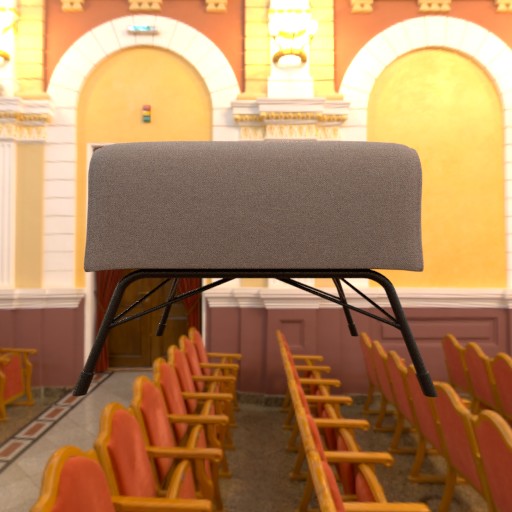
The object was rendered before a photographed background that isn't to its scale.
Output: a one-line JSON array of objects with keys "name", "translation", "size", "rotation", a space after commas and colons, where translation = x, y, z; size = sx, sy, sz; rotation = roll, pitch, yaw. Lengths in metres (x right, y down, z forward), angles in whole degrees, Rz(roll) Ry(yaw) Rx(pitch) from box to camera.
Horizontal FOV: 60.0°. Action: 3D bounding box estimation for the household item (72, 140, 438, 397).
[{"name": "household item", "translation": [0.000, 0.000, 0.902], "size": [0.530, 0.410, 0.530], "rotation": [0, -1, 0]}]
